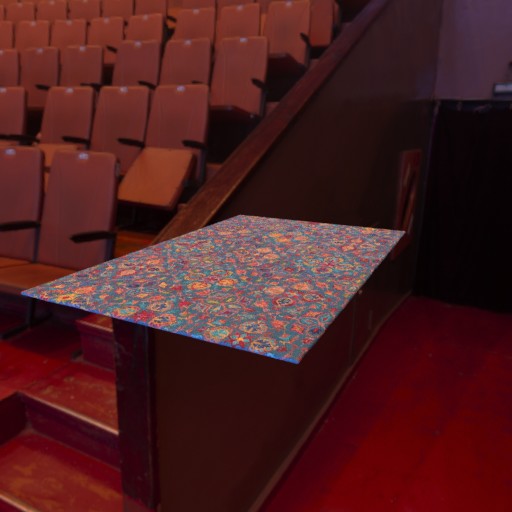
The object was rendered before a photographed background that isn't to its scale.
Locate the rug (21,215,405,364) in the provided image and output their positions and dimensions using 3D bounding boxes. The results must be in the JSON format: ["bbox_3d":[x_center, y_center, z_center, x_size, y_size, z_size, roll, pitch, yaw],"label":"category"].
[{"bbox_3d":[0.000,0.000,2.322,1.216,0.014,1.836,8,18,26],"label":"rug"}]
